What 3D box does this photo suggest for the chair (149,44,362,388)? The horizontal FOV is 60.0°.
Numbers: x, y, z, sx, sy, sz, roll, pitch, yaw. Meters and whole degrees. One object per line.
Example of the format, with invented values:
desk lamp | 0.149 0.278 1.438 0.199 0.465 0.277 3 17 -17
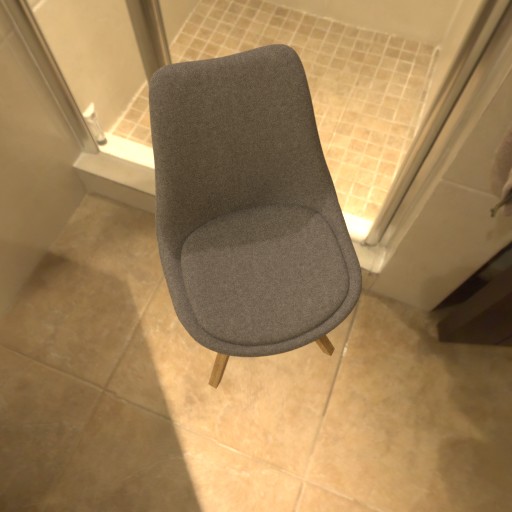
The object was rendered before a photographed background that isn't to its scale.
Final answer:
chair | 0.000 0.000 1.189 0.483 0.865 0.550 -14 65 -7
